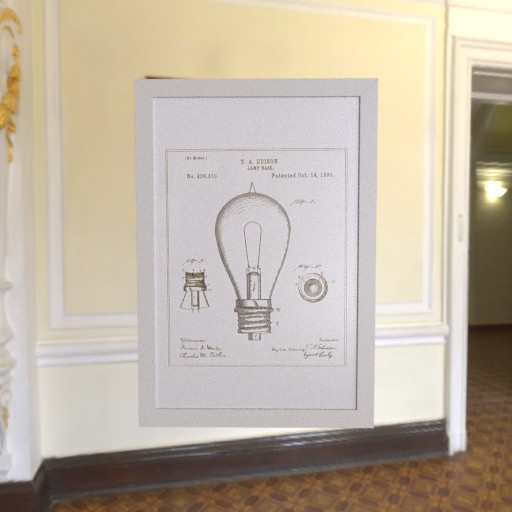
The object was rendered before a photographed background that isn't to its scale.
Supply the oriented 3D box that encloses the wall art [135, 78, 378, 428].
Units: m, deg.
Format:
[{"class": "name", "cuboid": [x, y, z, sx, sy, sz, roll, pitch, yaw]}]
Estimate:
[{"class": "wall art", "cuboid": [0.000, 0.000, 0.607, 0.325, 0.474, 0.010, 0, 3, 1]}]
